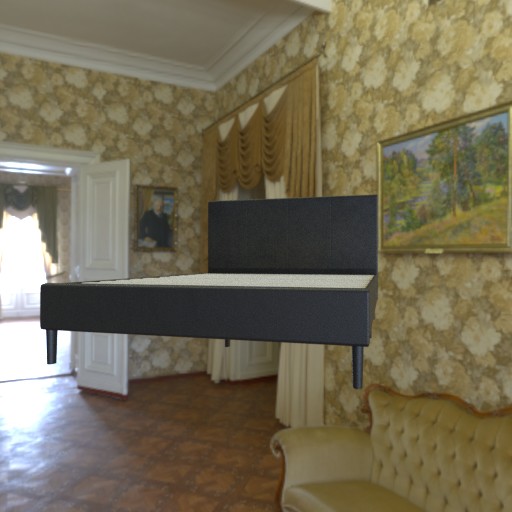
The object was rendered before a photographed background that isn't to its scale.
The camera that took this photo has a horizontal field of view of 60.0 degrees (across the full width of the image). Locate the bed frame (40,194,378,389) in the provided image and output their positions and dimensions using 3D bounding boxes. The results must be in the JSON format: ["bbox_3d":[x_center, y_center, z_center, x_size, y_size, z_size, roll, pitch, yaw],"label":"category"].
[{"bbox_3d":[0.000,0.000,3.150,1.634,1.127,2.318,0,-1,16],"label":"bed frame"}]
